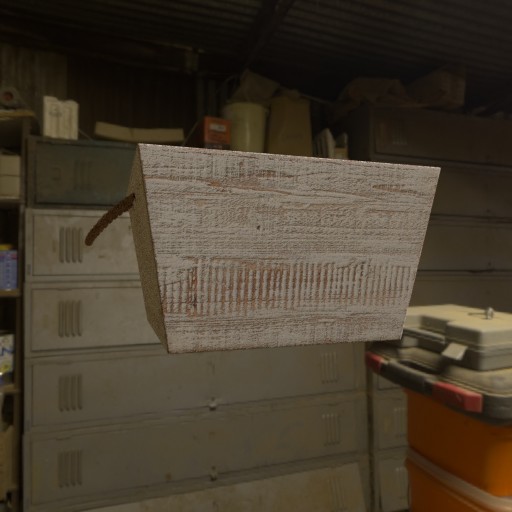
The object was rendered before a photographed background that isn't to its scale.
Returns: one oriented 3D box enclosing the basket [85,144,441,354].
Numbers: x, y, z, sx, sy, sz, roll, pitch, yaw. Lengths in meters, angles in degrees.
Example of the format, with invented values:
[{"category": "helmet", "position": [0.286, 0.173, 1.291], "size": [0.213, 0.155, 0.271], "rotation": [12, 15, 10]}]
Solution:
[{"category": "basket", "position": [0.000, 0.000, 0.755], "size": [0.545, 0.247, 0.413], "rotation": [0, -1, -18]}]
